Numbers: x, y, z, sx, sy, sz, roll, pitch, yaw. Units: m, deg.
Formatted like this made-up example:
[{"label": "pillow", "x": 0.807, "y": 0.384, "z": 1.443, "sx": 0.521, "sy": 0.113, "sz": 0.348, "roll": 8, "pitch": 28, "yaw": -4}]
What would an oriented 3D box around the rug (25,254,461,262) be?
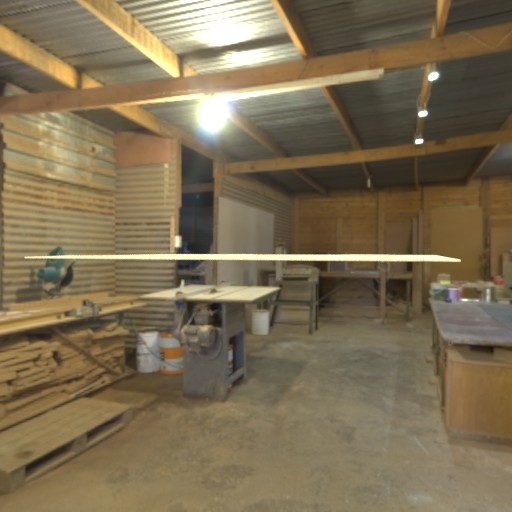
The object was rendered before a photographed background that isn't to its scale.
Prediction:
[{"label": "rug", "x": 0.000, "y": 0.000, "z": 2.319, "sx": 1.825, "sy": 0.015, "sz": 1.232, "roll": 0, "pitch": 1, "yaw": 19}]
